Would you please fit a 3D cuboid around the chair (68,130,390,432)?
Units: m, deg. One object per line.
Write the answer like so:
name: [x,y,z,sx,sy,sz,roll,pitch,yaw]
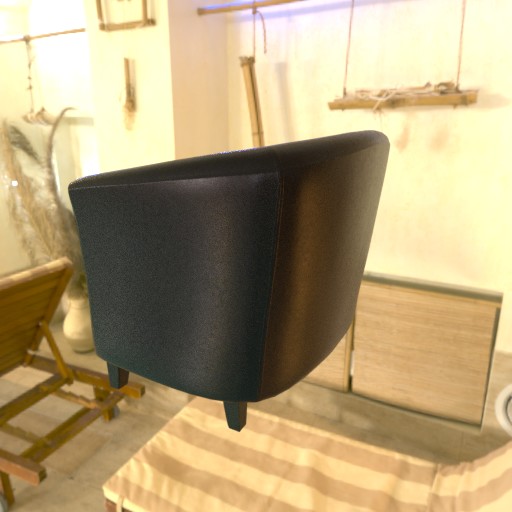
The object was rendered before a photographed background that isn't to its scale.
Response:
chair: [0.000,0.000,1.379,0.727,0.756,0.793,8,18,27]
